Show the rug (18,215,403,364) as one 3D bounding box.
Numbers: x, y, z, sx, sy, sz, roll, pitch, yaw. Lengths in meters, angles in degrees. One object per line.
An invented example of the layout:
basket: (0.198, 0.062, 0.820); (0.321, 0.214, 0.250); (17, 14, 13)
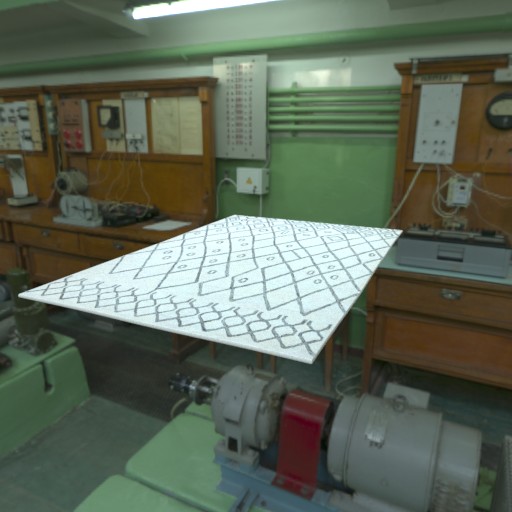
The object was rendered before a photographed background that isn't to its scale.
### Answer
rug: (0.000, 0.000, 2.298); (1.222, 0.015, 1.828); (8, 18, 24)
